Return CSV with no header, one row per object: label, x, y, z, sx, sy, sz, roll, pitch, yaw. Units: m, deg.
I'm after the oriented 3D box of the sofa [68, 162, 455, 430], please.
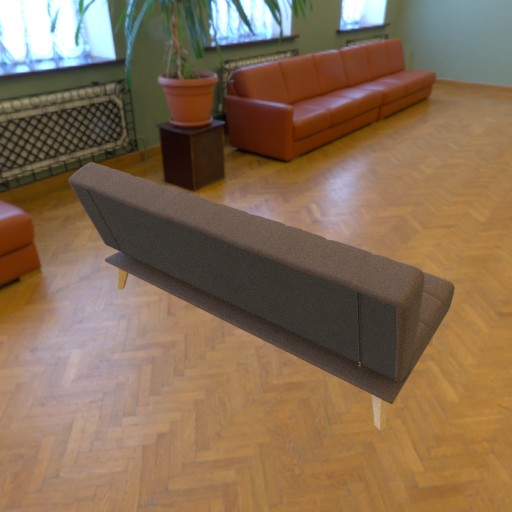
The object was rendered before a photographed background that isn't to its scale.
sofa,0.000,0.000,2.287,1.800,0.810,0.860,21,37,31
